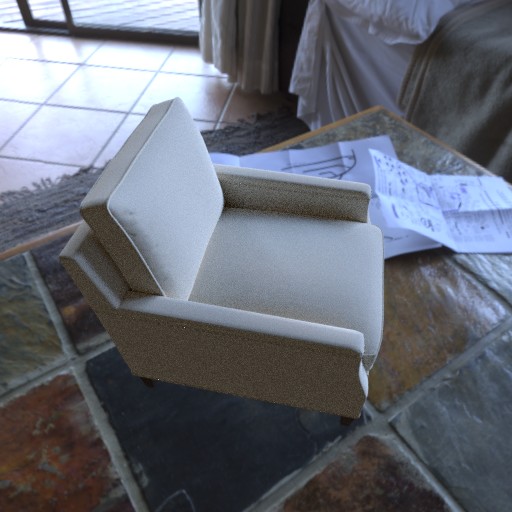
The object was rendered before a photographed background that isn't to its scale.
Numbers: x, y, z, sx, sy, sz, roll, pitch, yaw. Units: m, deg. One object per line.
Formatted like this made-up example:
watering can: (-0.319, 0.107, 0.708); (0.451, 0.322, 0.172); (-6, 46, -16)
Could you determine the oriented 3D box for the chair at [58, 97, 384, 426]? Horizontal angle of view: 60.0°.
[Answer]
chair: (0.000, 0.000, 1.738); (1.014, 0.943, 0.853); (9, 48, 8)
